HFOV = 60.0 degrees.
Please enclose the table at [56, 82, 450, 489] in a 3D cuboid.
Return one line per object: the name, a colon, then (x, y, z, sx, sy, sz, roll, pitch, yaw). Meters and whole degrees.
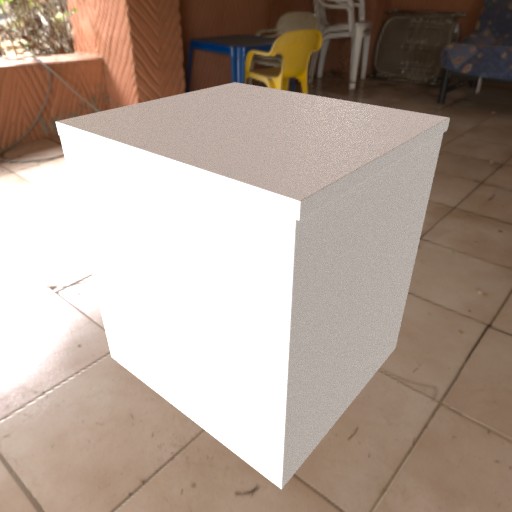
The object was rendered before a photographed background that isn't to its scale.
table: (0.000, 0.000, 0.755, 0.420, 0.460, 0.380, 24, 39, 33)
